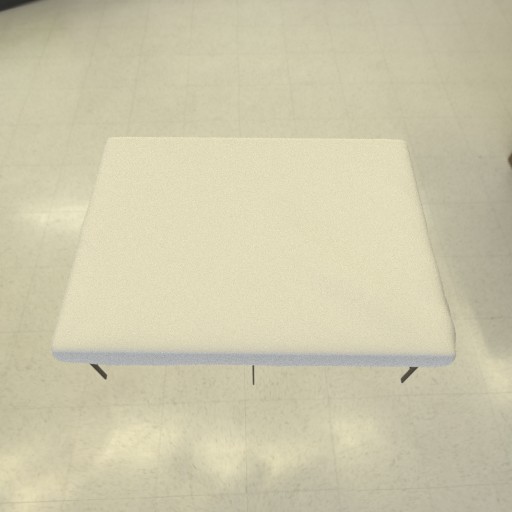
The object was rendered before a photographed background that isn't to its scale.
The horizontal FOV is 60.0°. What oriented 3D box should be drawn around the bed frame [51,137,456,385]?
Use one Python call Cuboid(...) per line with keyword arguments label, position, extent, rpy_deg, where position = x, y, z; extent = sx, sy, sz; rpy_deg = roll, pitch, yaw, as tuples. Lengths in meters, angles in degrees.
Cuboid(label="bed frame", position=(0.000, 0.000, 2.890), extent=(2.151, 0.667, 1.584), rpy_deg=(1, 58, 0))
